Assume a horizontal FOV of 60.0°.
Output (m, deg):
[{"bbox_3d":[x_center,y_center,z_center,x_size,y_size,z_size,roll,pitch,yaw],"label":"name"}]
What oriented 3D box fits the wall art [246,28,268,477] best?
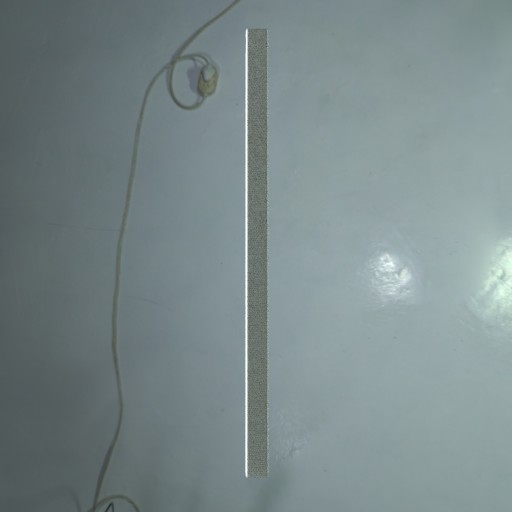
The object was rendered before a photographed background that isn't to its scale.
[{"bbox_3d":[0.000,0.000,1.129,0.042,0.760,0.760,0,89,0],"label":"wall art"}]
